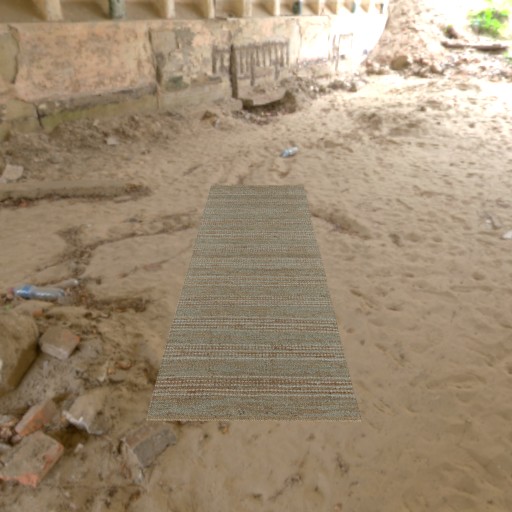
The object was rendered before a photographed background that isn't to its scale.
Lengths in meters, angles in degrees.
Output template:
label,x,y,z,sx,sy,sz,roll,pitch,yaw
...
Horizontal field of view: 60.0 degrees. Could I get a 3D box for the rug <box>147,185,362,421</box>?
label,x,y,z,sx,sy,sz,roll,pitch,yaw
rug,0.000,0.000,2.660,0.783,0.006,2.438,0,29,0
